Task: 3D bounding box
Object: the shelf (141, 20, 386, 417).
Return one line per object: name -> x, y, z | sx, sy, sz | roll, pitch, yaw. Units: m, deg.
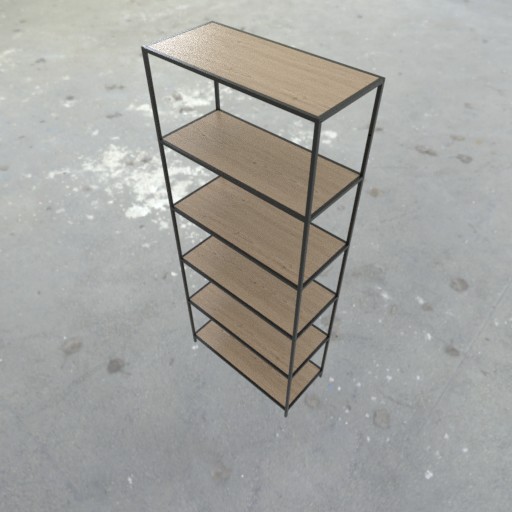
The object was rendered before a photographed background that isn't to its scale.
shelf -> 0.000, 0.000, 2.130 | 0.770, 1.850, 0.350 | 33, 54, 28
